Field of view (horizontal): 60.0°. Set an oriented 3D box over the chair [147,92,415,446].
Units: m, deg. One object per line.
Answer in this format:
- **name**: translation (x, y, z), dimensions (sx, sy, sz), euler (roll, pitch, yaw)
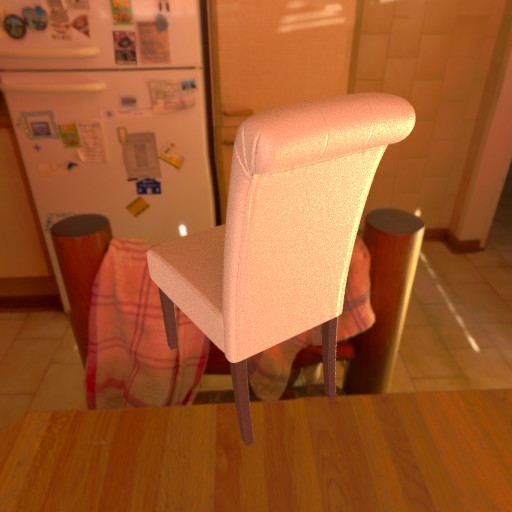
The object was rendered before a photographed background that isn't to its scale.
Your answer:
- **chair**: translation (0.000, 0.000, 1.331), dimensions (0.456, 1.006, 0.671), euler (-19, 36, -28)
